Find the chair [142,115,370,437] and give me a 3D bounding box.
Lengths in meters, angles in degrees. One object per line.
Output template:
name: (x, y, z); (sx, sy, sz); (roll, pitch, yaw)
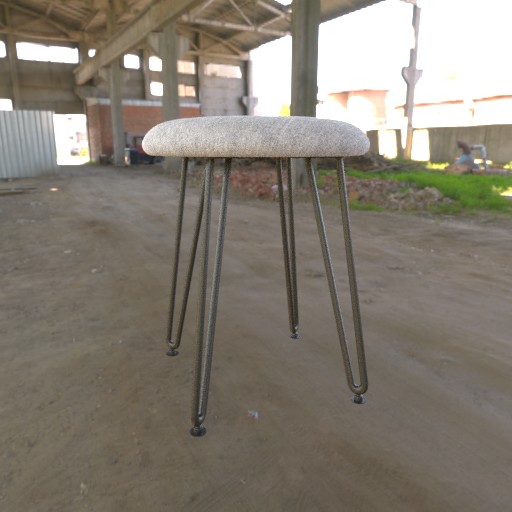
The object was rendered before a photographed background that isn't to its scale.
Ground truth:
chair: (0.000, 0.000, 0.656); (0.350, 0.386, 0.350); (7, 15, 26)
